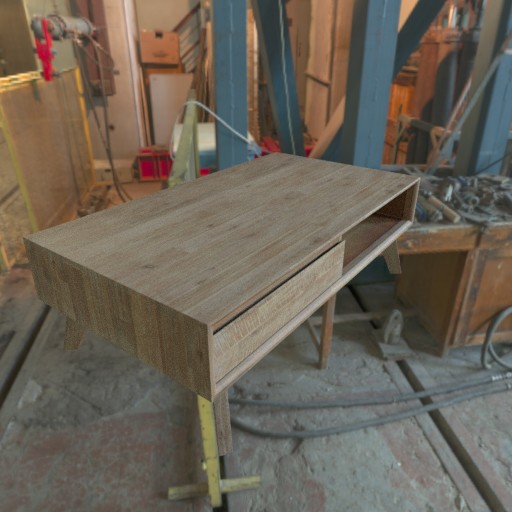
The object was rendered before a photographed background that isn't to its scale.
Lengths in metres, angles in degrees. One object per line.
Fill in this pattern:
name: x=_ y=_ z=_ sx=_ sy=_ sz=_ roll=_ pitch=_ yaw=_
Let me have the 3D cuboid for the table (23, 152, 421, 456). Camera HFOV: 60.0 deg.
table: x=0.000 y=0.000 z=2.064 sx=0.918 sy=0.531 sz=1.619 roll=19 pitch=32 yaw=32
